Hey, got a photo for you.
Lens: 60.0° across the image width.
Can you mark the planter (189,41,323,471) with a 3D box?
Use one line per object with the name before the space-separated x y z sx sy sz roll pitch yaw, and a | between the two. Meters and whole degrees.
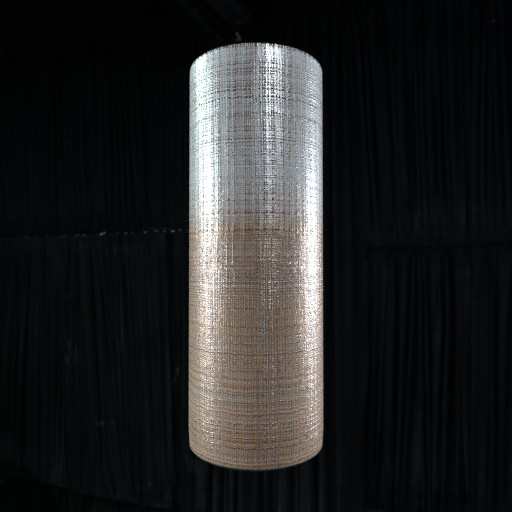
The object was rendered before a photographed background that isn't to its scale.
planter | 0.000 0.000 0.332 0.099 0.278 0.099 0 -1 17
